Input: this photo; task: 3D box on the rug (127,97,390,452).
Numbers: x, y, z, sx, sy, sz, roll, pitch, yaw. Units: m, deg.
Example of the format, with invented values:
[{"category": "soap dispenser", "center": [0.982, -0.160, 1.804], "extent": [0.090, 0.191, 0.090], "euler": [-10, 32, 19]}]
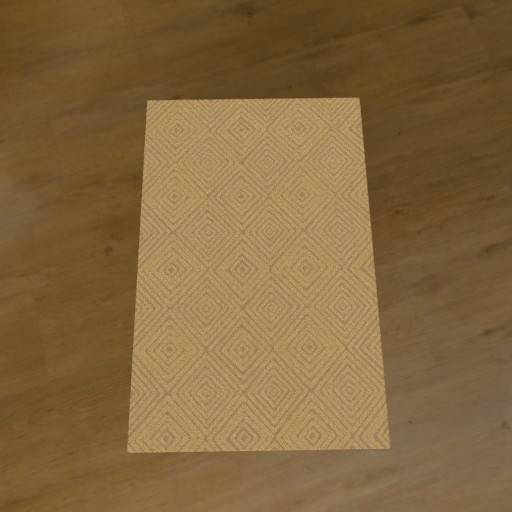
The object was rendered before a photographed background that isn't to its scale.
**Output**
[{"category": "rug", "center": [0.000, 0.000, 2.160], "extent": [1.143, 0.008, 1.753], "euler": [-1, 75, 0]}]
